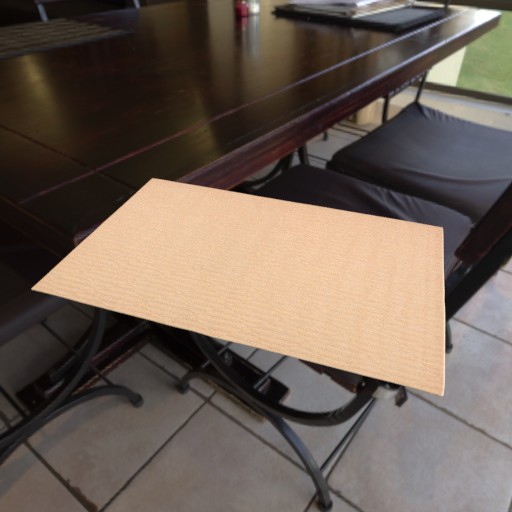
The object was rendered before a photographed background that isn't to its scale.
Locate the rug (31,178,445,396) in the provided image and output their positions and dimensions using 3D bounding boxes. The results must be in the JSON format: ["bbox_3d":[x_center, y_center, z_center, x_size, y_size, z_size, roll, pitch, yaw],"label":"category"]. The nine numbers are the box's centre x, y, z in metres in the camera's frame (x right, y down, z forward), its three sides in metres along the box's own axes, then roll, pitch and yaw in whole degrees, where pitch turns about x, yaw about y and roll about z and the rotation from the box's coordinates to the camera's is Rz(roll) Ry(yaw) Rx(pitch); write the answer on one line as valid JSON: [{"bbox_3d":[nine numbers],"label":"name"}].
[{"bbox_3d":[0.000,0.000,3.021,2.441,0.014,1.531,12,39,14],"label":"rug"}]
